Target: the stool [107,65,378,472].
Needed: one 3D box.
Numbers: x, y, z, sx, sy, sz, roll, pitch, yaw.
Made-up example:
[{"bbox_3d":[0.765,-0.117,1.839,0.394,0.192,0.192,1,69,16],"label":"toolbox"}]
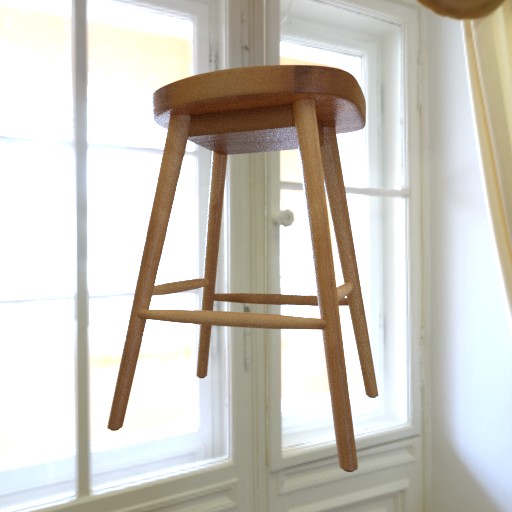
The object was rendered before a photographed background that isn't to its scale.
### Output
[{"bbox_3d":[0.000,0.000,0.870,0.440,0.615,0.361,0,1,20],"label":"stool"}]
